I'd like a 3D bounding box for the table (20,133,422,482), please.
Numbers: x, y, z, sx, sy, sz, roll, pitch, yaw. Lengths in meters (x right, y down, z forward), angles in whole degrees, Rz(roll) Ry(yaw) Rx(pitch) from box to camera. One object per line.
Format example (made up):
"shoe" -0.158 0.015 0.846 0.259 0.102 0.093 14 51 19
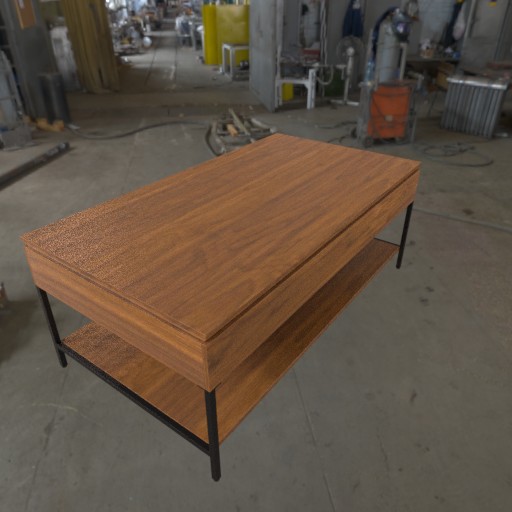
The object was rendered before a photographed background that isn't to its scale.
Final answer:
"table" 0.000 0.000 1.346 0.574 0.414 1.057 21 37 31
